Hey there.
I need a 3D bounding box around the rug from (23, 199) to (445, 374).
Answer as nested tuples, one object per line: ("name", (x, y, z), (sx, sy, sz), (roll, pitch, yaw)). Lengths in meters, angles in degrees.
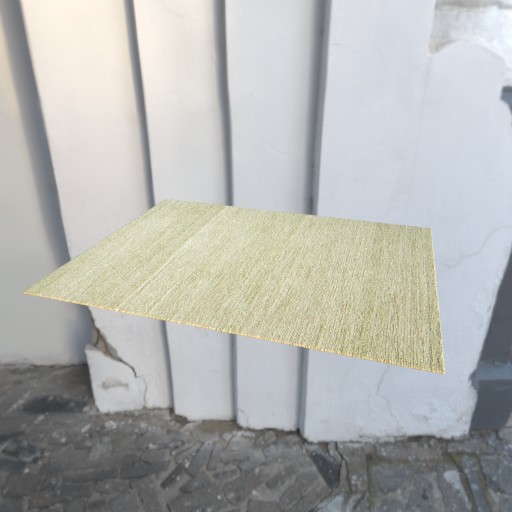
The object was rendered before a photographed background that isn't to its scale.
("rug", (0.000, 0.000, 4.184), (3.198, 0.016, 2.425), (8, 27, 16))
